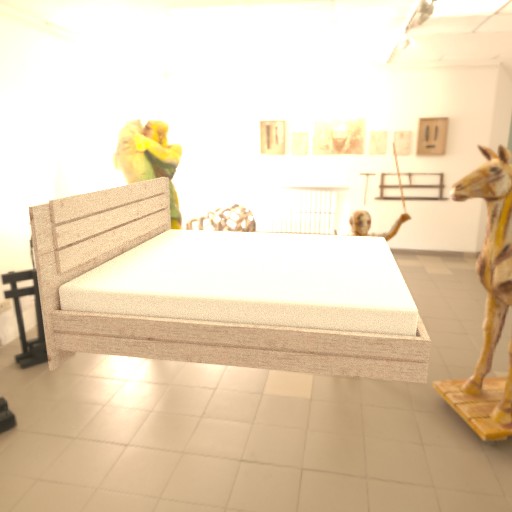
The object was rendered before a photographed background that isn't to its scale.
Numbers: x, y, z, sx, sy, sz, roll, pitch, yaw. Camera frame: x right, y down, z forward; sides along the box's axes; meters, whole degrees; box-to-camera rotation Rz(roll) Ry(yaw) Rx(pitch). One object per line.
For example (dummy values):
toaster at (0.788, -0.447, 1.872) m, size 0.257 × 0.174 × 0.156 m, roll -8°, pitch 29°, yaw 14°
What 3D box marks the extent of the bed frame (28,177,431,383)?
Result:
bed frame at (0.000, 0.000, 3.197) m, size 2.080 × 0.970 × 1.950 m, roll 3°, pitch 15°, yaw 10°
